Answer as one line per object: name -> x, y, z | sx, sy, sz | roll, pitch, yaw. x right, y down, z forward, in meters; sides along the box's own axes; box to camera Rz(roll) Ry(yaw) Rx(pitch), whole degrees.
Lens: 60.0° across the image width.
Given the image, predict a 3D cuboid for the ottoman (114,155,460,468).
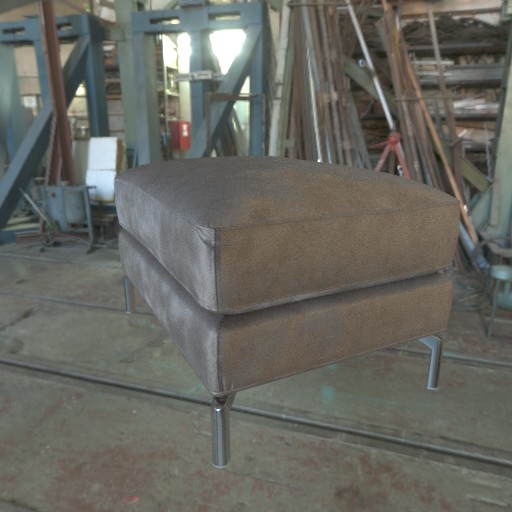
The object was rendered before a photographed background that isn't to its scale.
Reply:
ottoman -> 0.000, 0.000, 1.053 | 0.520, 0.456, 0.719 | -8, 19, -26
